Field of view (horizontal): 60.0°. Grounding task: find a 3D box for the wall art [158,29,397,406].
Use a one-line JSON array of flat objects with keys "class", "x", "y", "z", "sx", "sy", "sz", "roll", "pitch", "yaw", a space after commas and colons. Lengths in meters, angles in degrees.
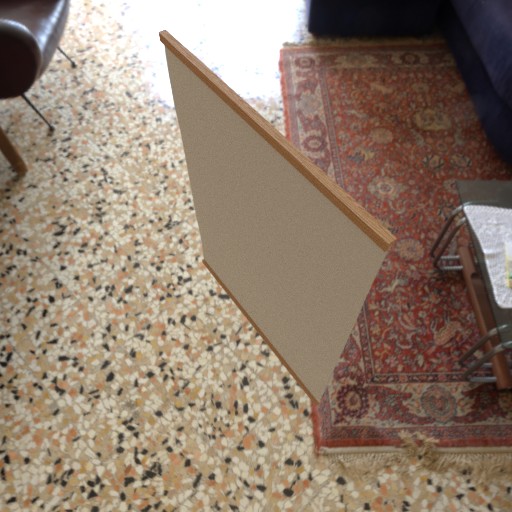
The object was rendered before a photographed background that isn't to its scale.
[{"class": "wall art", "x": 0.000, "y": 0.000, "z": 1.298, "sx": 0.020, "sy": 1.016, "sz": 0.739, "roll": -32, "pitch": 63, "yaw": -19}]
